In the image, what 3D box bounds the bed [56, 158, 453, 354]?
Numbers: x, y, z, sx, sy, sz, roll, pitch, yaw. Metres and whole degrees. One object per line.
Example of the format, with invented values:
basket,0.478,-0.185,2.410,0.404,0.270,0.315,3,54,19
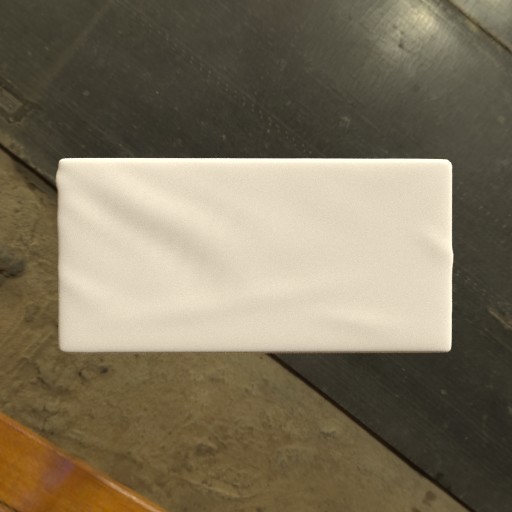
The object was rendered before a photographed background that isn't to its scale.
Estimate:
bed,0.000,0.000,2.142,1.860,0.312,0.940,0,90,-1
